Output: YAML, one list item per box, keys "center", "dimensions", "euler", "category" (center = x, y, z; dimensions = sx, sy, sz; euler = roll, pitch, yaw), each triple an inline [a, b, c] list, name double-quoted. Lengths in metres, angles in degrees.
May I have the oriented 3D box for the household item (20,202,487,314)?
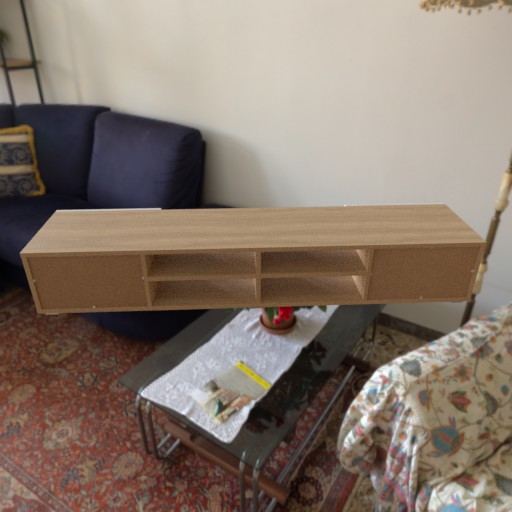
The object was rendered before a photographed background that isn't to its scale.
- center: [0.000, 0.000, 2.012]
  dimensions: [1.850, 0.310, 0.420]
  euler: [-1, 29, -2]
  category: "household item"
